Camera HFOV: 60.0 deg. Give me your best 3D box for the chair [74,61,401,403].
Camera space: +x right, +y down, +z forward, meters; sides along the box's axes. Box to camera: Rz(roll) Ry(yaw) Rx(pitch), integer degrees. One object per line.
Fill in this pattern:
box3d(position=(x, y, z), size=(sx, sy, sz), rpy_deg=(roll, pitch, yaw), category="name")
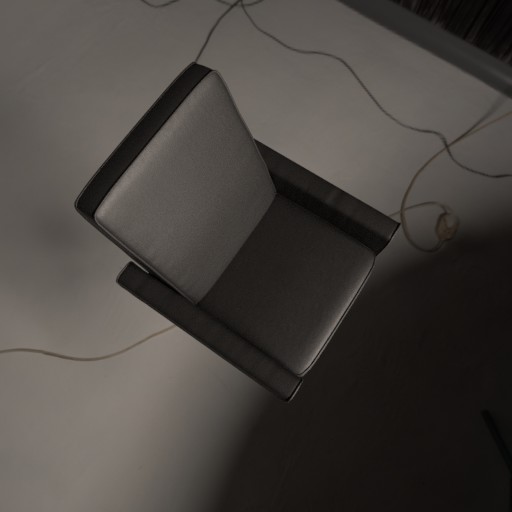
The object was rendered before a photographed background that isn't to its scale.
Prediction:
box3d(position=(0.000, 0.000, 1.539), size=(0.746, 1.013, 0.705), rpy_deg=(33, 77, 8), category="chair")
